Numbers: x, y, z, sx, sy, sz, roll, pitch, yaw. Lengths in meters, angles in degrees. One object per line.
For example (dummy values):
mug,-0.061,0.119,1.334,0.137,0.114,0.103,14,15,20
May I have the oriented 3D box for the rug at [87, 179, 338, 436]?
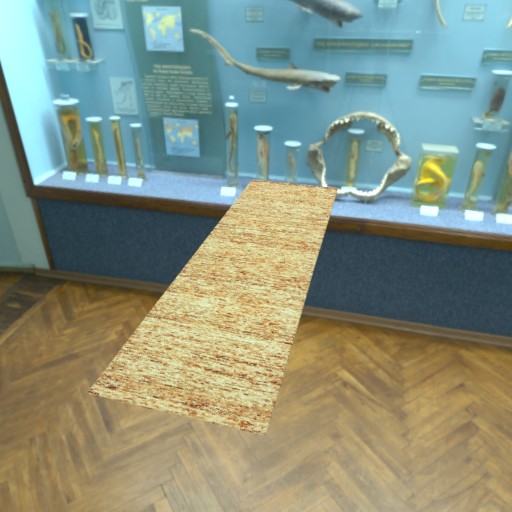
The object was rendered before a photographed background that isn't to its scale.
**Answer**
rug,0.000,0.000,2.480,0.680,0.014,2.237,8,32,13
